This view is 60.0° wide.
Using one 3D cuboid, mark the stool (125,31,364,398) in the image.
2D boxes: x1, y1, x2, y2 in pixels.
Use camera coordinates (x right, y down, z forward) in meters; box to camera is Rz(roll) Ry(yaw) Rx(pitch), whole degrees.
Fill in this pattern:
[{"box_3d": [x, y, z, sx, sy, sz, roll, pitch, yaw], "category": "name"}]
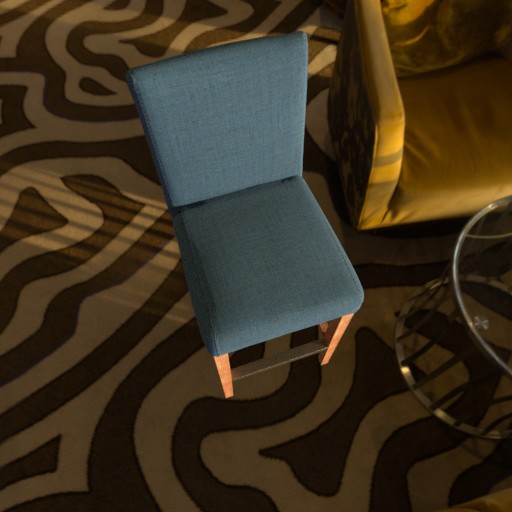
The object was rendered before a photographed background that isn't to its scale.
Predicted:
[{"box_3d": [0.000, 0.000, 1.367, 0.454, 1.088, 0.574, -17, 63, -9], "category": "stool"}]
